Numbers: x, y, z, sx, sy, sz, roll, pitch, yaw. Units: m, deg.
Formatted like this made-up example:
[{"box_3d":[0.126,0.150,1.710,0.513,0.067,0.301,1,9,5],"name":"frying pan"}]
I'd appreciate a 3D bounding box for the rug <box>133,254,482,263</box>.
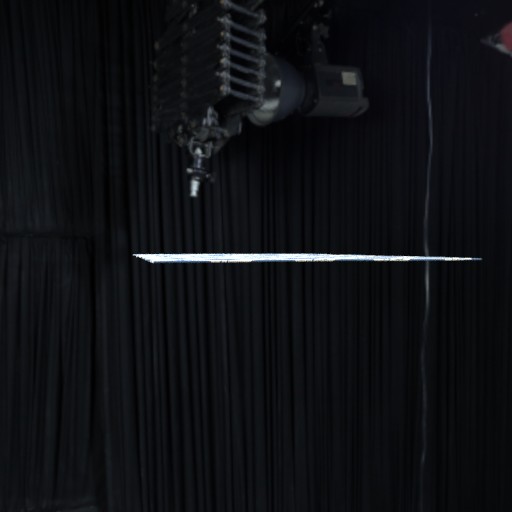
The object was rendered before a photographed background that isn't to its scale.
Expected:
[{"box_3d":[0.000,0.000,2.232,1.153,0.010,1.755,0,1,-17],"name":"rug"}]
